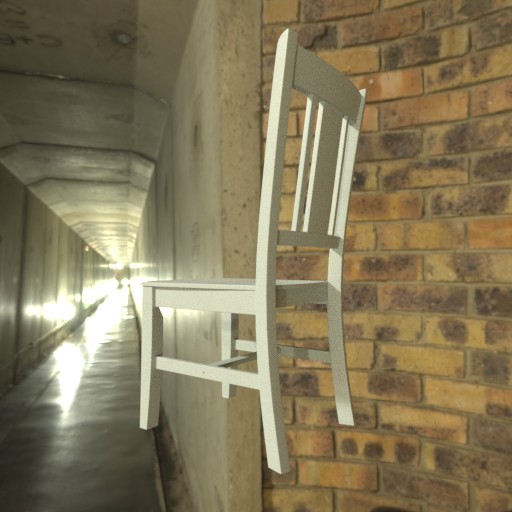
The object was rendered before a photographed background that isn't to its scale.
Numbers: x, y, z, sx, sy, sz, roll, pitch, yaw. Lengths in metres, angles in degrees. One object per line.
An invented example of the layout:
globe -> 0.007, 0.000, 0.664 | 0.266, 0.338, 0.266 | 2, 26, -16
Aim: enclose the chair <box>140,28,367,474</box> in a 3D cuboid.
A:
chair -> 0.000, 0.000, 1.302 | 0.555, 0.998, 0.450 | -1, -1, 36
